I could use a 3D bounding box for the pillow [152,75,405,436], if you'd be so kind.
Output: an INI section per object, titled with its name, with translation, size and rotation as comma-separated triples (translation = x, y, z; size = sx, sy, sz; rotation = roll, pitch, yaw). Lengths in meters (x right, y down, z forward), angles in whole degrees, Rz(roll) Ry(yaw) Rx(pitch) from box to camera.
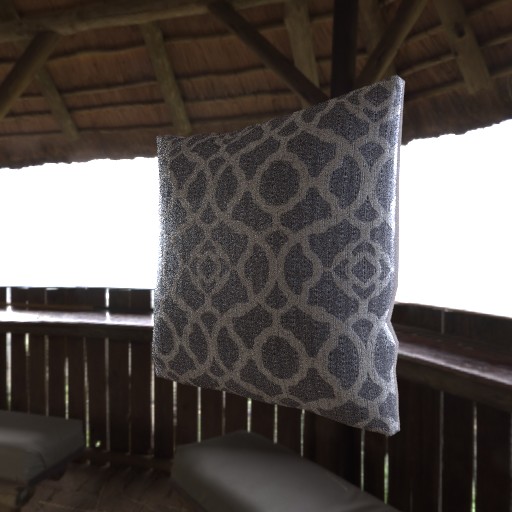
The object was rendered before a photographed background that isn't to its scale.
[pillow]
translation = 0.000, 0.000, 0.763
size = 0.508, 0.498, 0.215
rotation = 0, 0, 37
